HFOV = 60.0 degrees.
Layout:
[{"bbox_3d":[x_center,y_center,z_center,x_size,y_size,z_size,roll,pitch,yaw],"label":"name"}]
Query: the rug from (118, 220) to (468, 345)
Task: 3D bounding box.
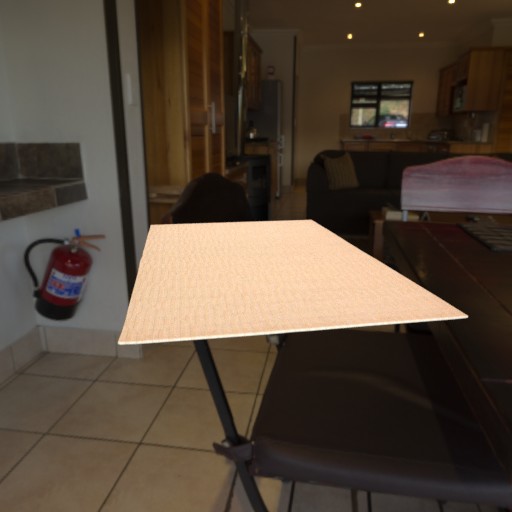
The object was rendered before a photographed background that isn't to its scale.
[{"bbox_3d":[0.000,0.000,3.016,1.531,0.014,2.441,-3,15,-10],"label":"rug"}]
